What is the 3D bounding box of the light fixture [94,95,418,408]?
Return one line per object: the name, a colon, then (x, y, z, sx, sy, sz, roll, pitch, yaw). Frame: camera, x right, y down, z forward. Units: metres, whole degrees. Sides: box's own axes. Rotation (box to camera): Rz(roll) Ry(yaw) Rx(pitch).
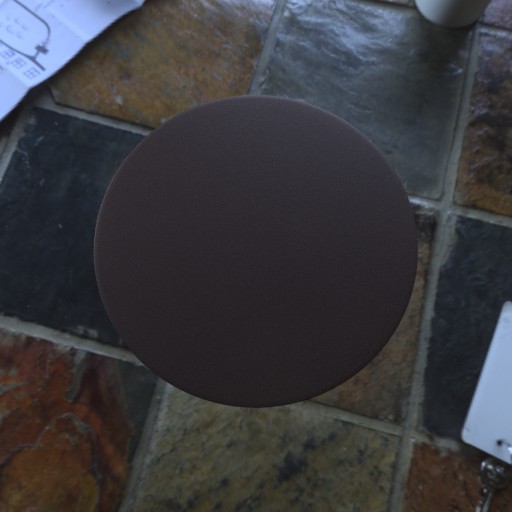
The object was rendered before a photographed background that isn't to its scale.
light fixture: (0.000, 0.000, 0.448, 0.280, 0.135, 0.280, 0, 76, 0)
